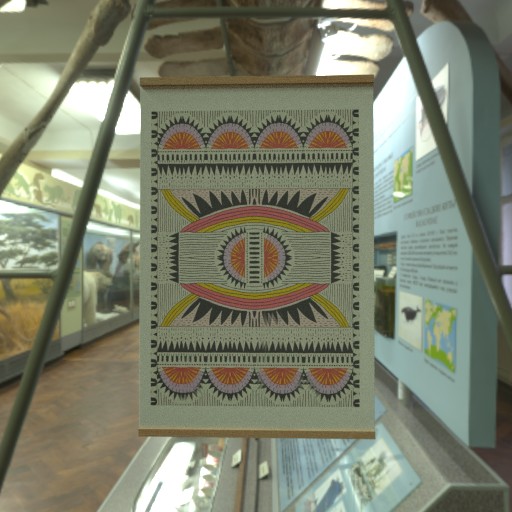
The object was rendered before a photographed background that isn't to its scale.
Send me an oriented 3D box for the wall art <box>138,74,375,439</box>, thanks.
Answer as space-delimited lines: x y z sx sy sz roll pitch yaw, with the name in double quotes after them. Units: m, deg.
0.000 0.000 1.891 0.999 1.533 0.028 0 -1 2 "wall art"
